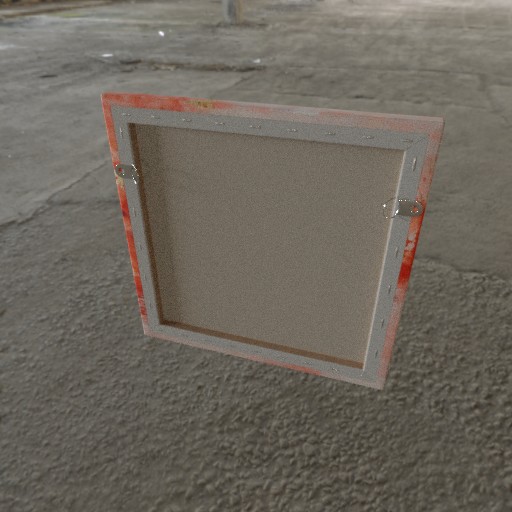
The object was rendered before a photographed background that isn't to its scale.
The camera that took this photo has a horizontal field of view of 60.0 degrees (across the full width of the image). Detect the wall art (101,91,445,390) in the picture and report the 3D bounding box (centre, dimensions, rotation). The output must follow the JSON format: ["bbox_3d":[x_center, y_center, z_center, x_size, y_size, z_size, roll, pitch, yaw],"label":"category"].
[{"bbox_3d":[0.000,0.000,1.130,0.747,0.746,0.064,10,34,14],"label":"wall art"}]
